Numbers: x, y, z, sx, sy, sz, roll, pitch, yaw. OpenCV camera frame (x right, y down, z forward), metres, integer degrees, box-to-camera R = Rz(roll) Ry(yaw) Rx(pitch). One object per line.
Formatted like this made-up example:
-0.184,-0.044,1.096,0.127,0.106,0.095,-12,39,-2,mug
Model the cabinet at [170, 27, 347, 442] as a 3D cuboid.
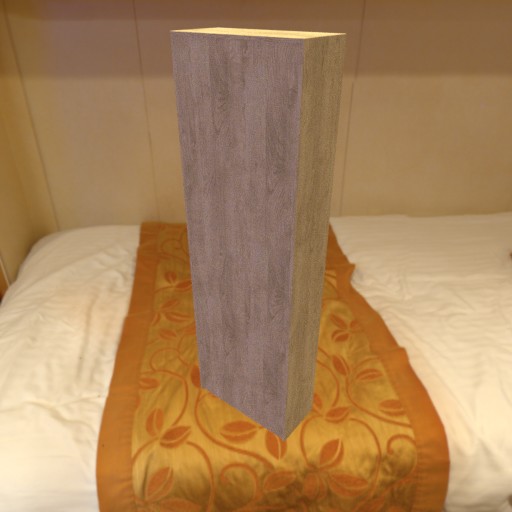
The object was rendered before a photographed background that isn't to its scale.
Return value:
0.000,0.000,1.804,0.520,1.630,0.250,22,36,32,cabinet
